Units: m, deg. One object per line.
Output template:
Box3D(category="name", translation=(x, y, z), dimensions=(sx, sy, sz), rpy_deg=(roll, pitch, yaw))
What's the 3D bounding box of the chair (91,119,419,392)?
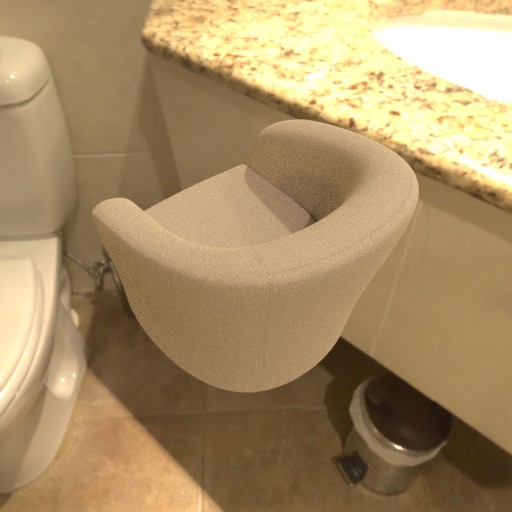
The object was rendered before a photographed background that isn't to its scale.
Box3D(category="chair", translation=(0.000, 0.000, 1.430), dimensions=(0.791, 0.771, 0.815), rpy_deg=(-32, 55, -26))
